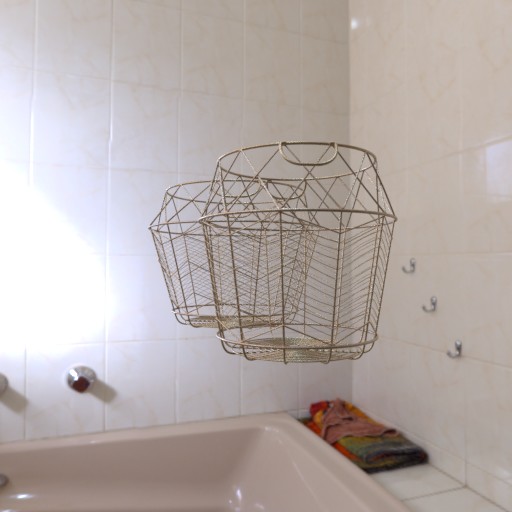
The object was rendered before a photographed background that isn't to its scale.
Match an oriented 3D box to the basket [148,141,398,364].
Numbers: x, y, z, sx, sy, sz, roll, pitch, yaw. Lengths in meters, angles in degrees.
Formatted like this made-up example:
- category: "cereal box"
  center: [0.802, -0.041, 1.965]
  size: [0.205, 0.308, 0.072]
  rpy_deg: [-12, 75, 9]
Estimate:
- category: "basket"
  center: [0.000, 0.000, 1.001]
  size: [0.451, 0.343, 0.805]
  rpy_deg: [0, -2, -18]
